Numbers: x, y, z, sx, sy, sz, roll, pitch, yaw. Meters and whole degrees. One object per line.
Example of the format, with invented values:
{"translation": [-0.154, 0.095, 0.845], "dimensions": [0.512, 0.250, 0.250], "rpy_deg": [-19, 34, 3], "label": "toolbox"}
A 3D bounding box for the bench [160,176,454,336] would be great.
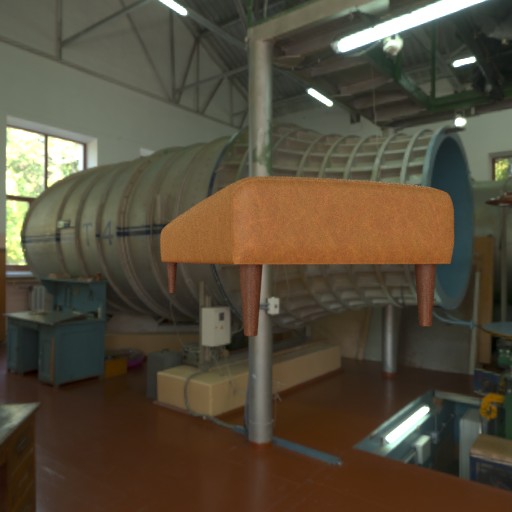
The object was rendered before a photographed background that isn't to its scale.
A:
{"translation": [0.000, 0.000, 1.859], "dimensions": [0.653, 0.399, 1.610], "rpy_deg": [0, -1, -18], "label": "bench"}
